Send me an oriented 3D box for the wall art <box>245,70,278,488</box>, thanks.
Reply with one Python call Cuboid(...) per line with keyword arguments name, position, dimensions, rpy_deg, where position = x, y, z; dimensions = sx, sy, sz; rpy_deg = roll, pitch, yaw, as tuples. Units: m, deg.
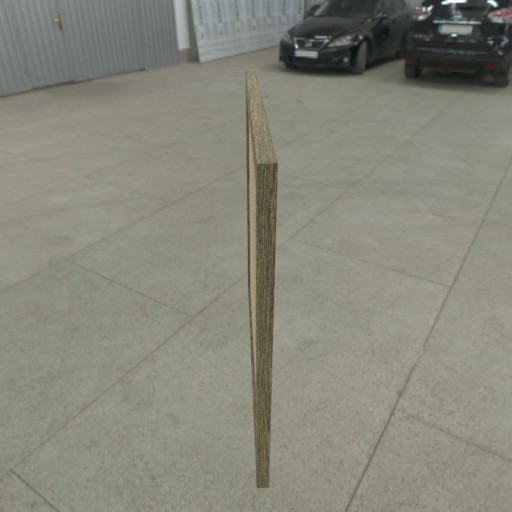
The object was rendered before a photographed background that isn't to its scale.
Cuboid(name="wall art", position=(0.000, 0.000, 0.751), dimensions=(0.019, 0.508, 0.508), rpy_deg=(-1, 32, -2))
